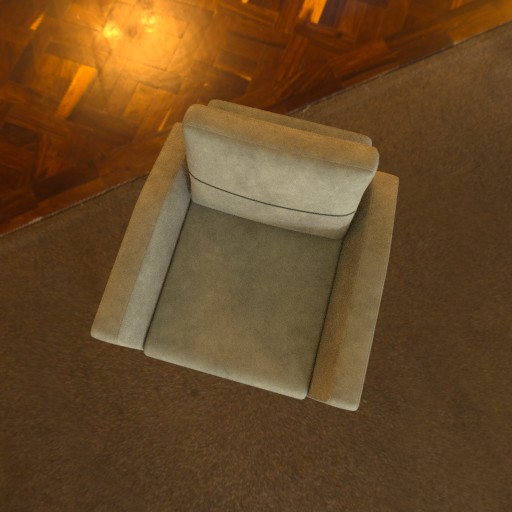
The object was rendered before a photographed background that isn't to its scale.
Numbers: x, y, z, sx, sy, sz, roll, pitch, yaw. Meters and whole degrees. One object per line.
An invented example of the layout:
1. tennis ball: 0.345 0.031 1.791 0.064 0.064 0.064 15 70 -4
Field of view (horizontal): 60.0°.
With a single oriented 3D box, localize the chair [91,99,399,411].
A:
1. chair: 0.000 0.000 1.629 0.900 0.800 0.900 15 76 4
